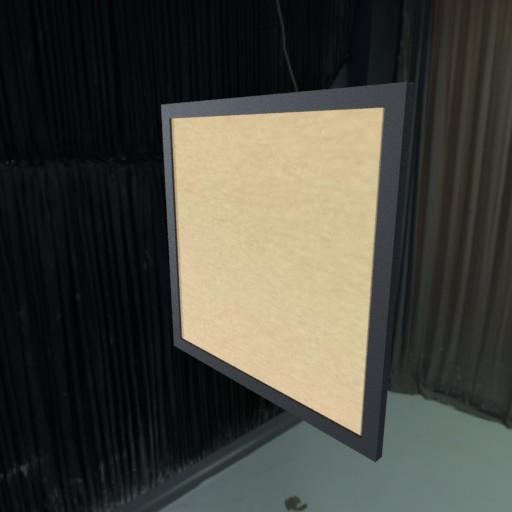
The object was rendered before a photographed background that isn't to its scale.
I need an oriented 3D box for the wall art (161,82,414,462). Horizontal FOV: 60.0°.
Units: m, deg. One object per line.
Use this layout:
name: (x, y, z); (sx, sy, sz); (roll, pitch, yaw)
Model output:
wall art: (0.000, 0.000, 0.526); (0.012, 0.357, 0.358); (-14, 21, -42)
